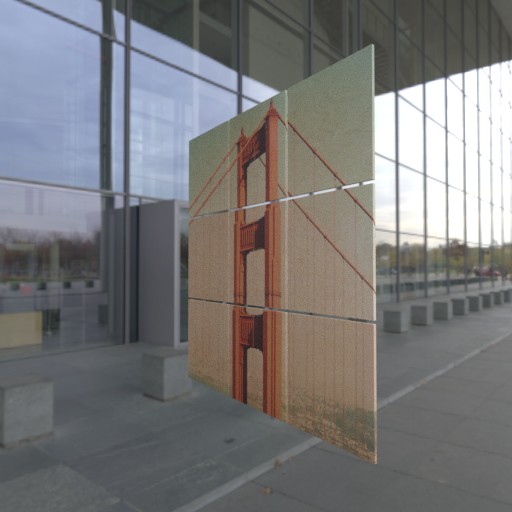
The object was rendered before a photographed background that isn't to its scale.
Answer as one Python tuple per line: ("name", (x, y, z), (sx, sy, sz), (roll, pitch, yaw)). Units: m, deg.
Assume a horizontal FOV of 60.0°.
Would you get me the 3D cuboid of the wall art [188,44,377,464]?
("wall art", (0.000, 0.000, 2.233), (0.013, 1.523, 1.517), (1, -2, -34))
